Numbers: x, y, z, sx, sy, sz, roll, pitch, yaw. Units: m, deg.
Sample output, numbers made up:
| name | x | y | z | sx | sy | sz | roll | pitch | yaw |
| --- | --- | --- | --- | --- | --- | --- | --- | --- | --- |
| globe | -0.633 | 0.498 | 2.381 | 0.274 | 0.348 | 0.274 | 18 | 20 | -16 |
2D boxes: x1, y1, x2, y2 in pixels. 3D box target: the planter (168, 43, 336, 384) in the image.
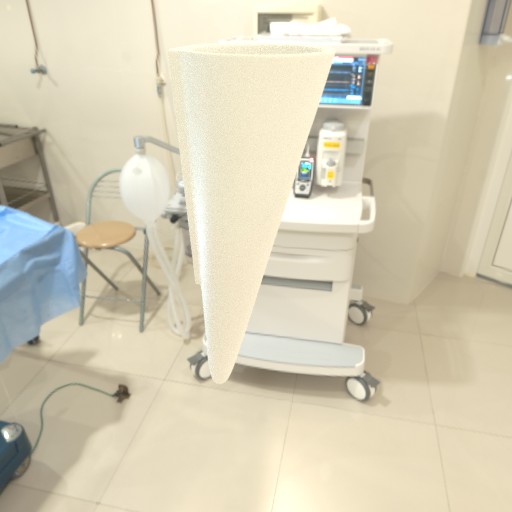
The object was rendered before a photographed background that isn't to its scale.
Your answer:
| name | x | y | z | sx | sy | sz | roll | pitch | yaw |
| --- | --- | --- | --- | --- | --- | --- | --- | --- | --- |
| planter | 0.000 | 0.000 | 0.227 | 0.064 | 0.193 | 0.057 | 10 | 31 | 17 |
